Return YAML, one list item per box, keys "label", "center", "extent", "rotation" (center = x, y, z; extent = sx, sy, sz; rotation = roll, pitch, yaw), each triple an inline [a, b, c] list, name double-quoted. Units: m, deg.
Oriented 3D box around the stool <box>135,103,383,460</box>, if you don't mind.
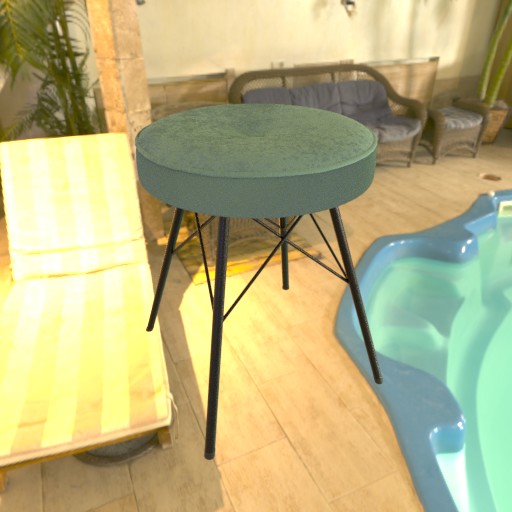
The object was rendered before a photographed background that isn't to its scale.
- label: "stool"
  center: [0.000, 0.000, 0.880]
  extent: [0.457, 0.519, 0.458]
  rotation: [-10, 32, -16]
